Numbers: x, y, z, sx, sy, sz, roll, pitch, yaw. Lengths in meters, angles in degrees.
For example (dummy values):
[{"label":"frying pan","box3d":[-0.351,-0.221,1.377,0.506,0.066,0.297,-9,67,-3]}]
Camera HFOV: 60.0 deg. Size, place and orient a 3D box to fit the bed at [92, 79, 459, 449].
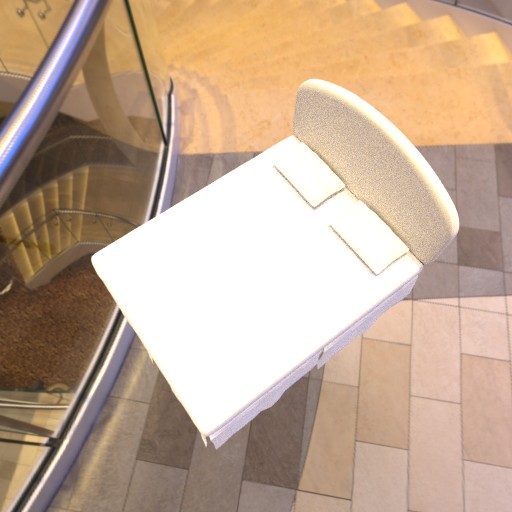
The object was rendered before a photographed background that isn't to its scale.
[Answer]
[{"label":"bed","box3d":[0.000,0.000,3.077,2.005,1.410,1.607,-34,69,-15]}]
